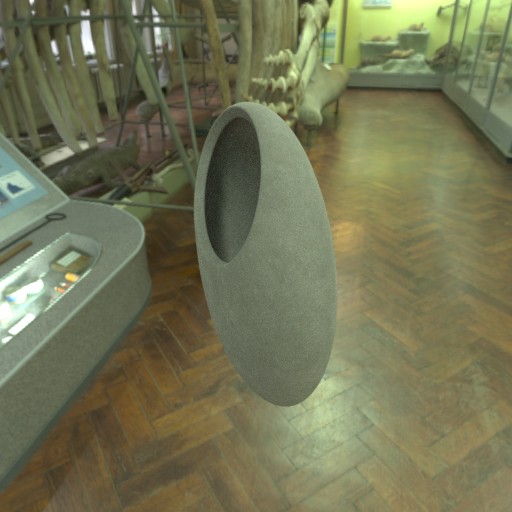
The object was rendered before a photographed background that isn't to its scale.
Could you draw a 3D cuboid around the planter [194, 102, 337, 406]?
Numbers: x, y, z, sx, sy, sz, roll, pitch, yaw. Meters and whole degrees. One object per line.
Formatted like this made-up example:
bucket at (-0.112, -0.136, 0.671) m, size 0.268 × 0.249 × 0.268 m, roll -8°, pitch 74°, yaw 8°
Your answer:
planter at (0.000, 0.000, 0.286) m, size 0.071 × 0.188 × 0.185 m, roll -8°, pitch 30°, yaw -15°
